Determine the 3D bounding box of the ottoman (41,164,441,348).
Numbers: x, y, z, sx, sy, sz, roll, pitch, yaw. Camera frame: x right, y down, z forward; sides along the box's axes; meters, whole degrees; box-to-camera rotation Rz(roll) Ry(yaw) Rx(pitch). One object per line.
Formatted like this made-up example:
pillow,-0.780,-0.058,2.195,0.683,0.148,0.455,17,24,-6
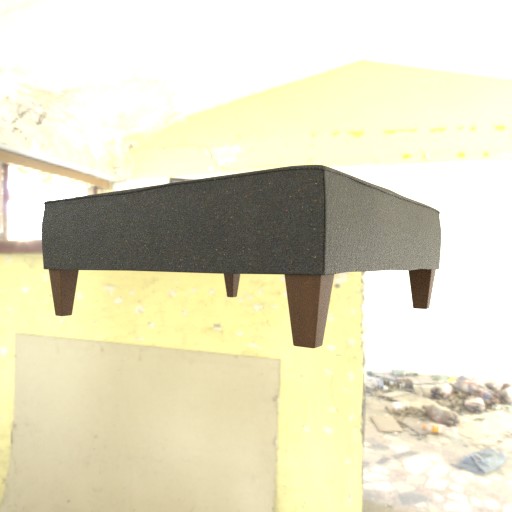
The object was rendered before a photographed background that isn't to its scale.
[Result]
ottoman,0.000,0.000,1.519,1.004,0.382,0.968,0,-1,35
